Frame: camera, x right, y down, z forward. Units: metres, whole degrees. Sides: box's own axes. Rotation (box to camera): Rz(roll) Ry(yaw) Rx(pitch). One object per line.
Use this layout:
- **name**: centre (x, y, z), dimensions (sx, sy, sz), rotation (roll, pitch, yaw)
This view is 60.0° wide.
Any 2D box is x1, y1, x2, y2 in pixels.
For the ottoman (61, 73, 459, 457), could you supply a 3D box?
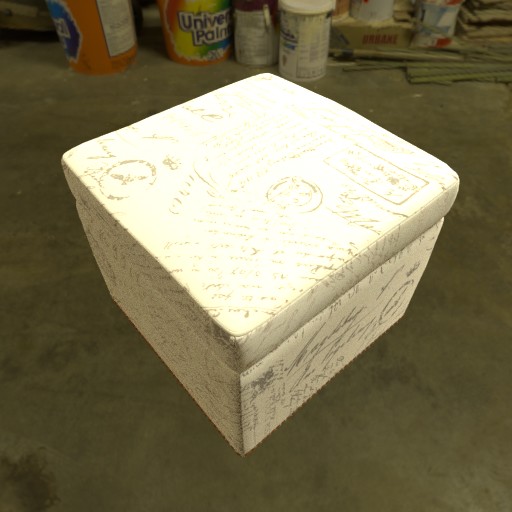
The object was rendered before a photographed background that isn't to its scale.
- **ottoman**: centre (0.000, 0.000, 0.818), dimensions (0.450, 0.457, 0.449), rotation (-33, 56, -26)
